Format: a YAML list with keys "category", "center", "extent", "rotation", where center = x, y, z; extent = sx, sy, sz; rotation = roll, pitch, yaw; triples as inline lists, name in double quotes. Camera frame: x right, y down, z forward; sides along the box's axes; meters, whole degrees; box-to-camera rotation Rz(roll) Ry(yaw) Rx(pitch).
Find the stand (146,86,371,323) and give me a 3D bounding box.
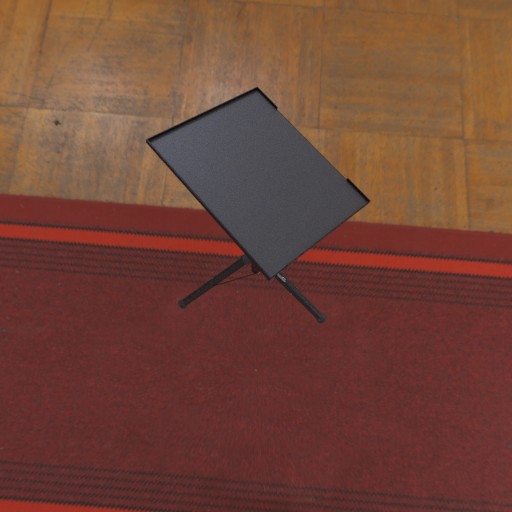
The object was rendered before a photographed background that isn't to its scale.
- category: "stand"
  center: [0.000, 0.000, 1.621]
  extent: [0.702, 1.198, 0.702]
  rotation: [-40, 79, -9]
